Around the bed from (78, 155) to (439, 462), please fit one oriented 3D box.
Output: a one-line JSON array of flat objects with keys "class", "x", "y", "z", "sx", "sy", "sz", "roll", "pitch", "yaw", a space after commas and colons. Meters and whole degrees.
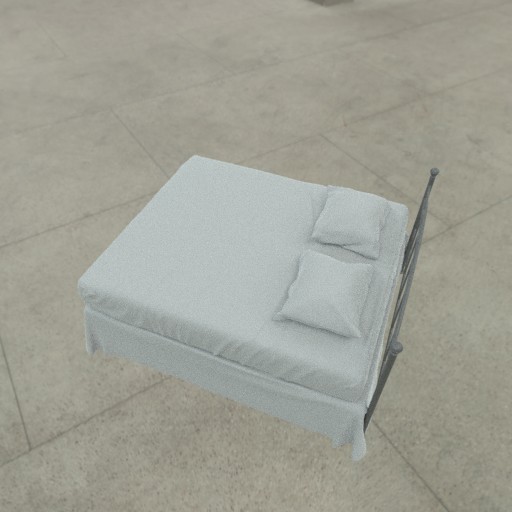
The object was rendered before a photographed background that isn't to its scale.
[{"class": "bed", "x": 0.000, "y": 0.000, "z": 3.294, "sx": 2.215, "sy": 1.080, "sz": 1.936, "roll": 16, "pitch": 48, "yaw": 15}]
